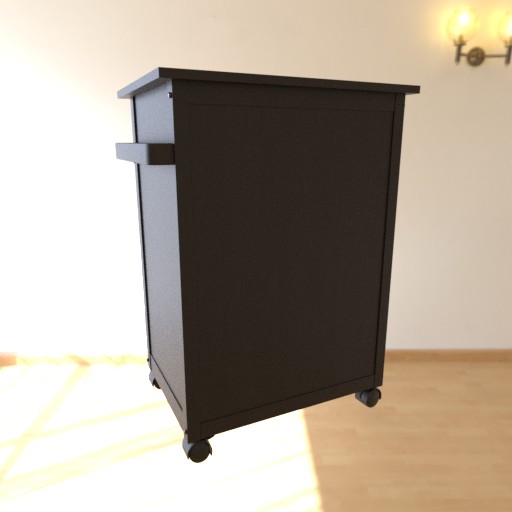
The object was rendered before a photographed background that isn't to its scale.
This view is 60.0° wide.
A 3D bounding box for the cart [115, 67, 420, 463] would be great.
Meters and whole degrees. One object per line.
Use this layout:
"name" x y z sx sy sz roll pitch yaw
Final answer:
"cart" 0.000 0.000 1.237 0.660 0.879 0.456 -7 16 -25
